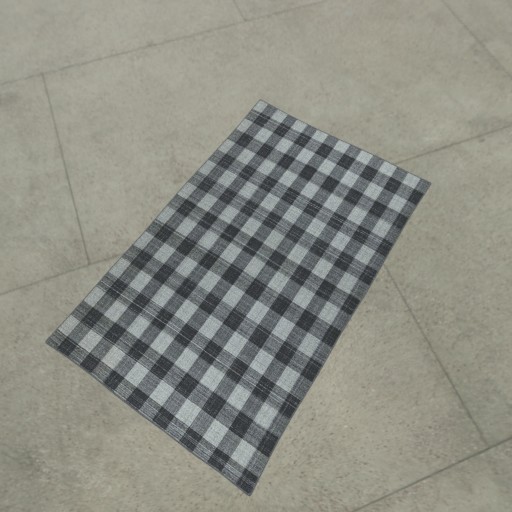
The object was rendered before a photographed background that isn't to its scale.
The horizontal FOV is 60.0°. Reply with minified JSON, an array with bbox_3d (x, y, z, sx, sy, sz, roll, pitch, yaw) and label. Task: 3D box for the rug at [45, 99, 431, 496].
[{"bbox_3d":[0.000,0.000,3.053,1.554,0.011,2.476,31,68,14],"label":"rug"}]
